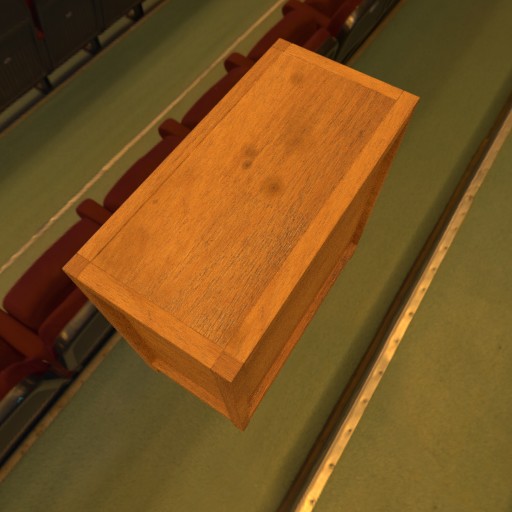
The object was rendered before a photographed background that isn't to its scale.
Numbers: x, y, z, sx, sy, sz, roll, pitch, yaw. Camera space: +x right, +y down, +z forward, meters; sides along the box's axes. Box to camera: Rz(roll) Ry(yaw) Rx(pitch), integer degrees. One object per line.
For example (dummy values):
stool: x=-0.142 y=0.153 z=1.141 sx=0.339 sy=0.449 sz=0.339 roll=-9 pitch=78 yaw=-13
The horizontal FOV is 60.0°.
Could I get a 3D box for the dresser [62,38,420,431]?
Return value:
dresser: x=0.000 y=0.000 z=1.321 sx=0.427 sy=0.804 sz=0.804 roll=30 pitch=67 yaw=14
